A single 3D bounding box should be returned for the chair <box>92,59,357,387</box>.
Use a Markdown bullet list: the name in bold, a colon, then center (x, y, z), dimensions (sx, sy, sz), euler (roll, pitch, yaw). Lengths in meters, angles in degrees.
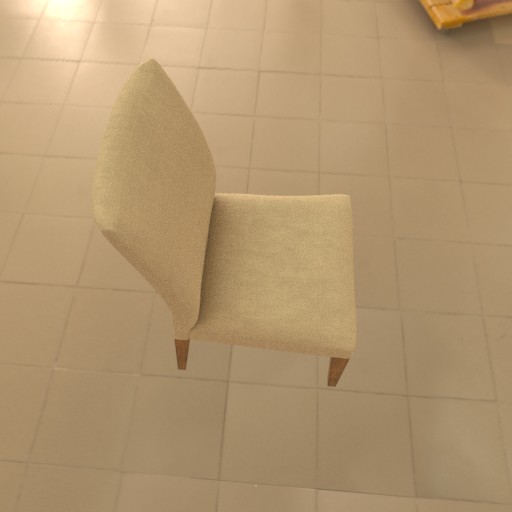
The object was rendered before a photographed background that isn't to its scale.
- **chair**: center (0.000, 0.000, 1.241), dimensions (0.585, 0.940, 0.496), euler (3, 63, 2)
